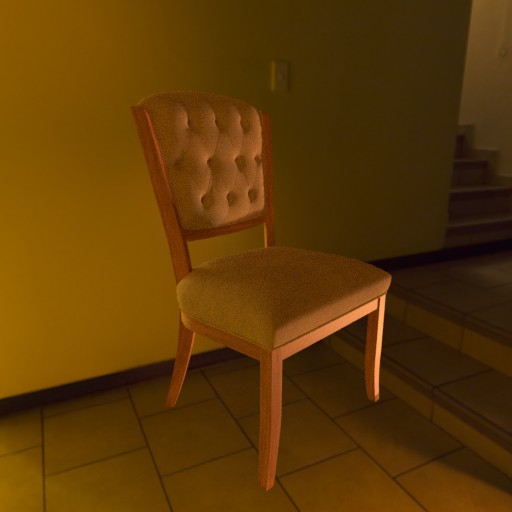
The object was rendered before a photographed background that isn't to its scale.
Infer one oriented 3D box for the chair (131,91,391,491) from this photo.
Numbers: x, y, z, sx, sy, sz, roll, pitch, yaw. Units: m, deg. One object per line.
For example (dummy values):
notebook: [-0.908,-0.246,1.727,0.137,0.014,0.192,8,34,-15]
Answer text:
chair: [0.000,0.000,1.254,0.584,0.905,0.513,15,21,42]
